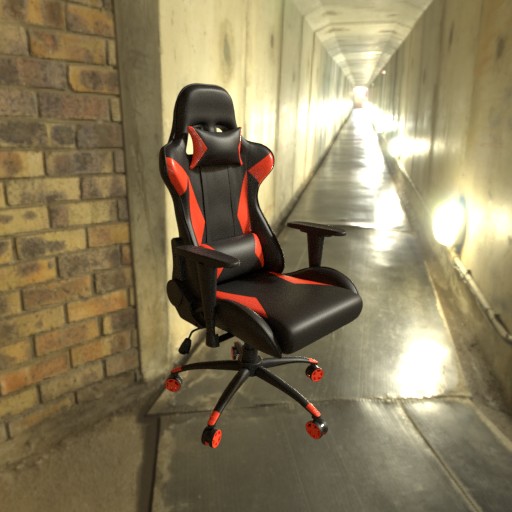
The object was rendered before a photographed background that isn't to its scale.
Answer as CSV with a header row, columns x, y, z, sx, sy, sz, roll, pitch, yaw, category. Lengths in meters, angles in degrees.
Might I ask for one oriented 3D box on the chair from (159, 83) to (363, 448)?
x,y,z,sx,sy,sz,roll,pitch,yaw,category
0.000,0.000,1.715,0.730,1.282,0.695,15,22,42,chair
